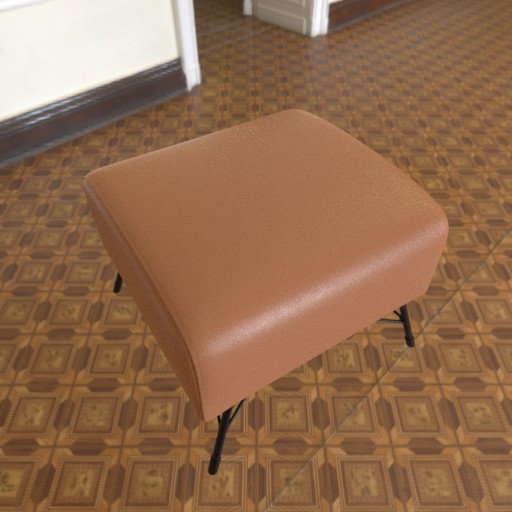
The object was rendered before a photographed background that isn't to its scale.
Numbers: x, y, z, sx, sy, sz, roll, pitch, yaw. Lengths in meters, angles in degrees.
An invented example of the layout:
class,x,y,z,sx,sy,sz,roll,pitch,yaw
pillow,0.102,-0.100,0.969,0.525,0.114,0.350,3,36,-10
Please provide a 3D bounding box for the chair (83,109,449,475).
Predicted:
class,x,y,z,sx,sy,sz,roll,pitch,yaw
chair,0.000,0.000,0.921,0.530,0.410,0.530,-24,50,-22
